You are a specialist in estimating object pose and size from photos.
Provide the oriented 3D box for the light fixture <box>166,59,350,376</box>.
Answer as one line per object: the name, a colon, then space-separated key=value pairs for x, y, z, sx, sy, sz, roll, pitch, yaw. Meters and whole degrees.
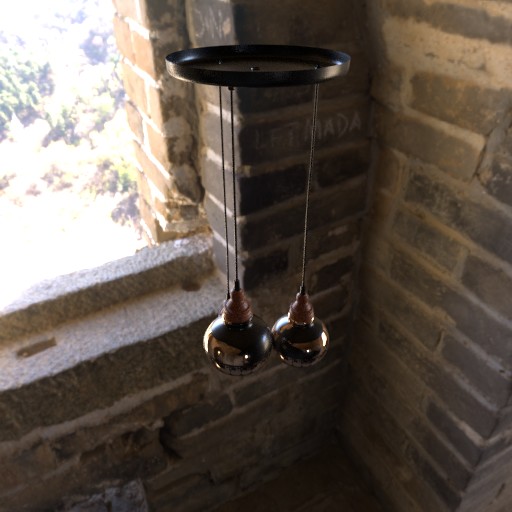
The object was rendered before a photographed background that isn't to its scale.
light fixture: x=0.000 y=0.000 z=1.705 sx=0.608 sy=1.410 sz=0.605 roll=9 pitch=33 yaw=14
